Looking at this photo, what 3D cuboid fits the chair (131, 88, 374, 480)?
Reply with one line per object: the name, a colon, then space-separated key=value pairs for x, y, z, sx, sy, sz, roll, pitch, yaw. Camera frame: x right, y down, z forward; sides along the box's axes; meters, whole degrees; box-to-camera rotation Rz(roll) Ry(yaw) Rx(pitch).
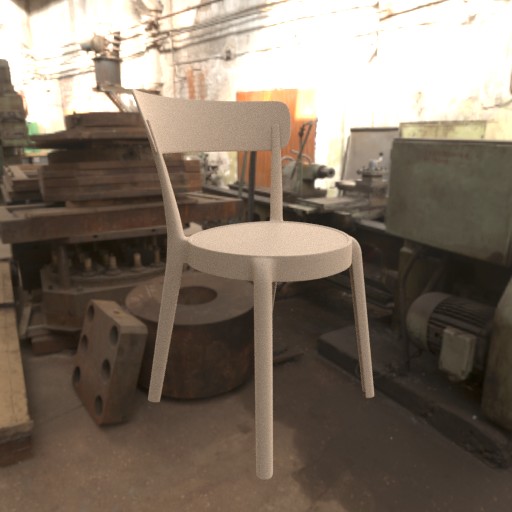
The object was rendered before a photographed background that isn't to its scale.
chair: x=0.000 y=0.000 z=1.129 sx=0.491 sy=0.790 sz=0.506 roll=14 pitch=20 yaw=42
